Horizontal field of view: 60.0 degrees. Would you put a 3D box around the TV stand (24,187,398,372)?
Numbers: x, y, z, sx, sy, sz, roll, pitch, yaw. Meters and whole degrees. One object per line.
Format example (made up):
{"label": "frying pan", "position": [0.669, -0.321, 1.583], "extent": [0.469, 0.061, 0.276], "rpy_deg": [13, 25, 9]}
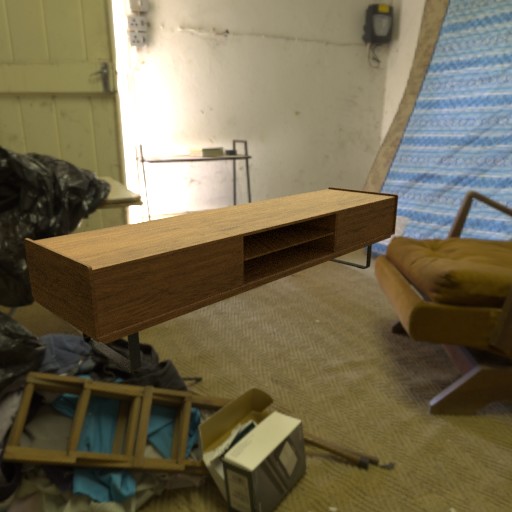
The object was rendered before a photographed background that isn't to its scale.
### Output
{"label": "TV stand", "position": [0.000, 0.000, 2.031], "extent": [0.467, 0.415, 1.796], "rpy_deg": [15, 22, 41]}
